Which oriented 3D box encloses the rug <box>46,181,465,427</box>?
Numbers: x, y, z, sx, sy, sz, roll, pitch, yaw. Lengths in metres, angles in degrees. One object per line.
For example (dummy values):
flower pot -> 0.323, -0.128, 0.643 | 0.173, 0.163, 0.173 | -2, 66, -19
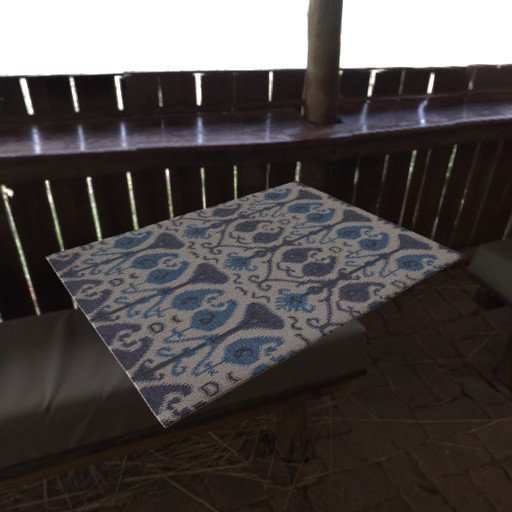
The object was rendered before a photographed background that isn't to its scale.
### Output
rug -> 0.000, 0.000, 4.258 | 3.228, 0.024, 2.443 | -22, 37, -31
